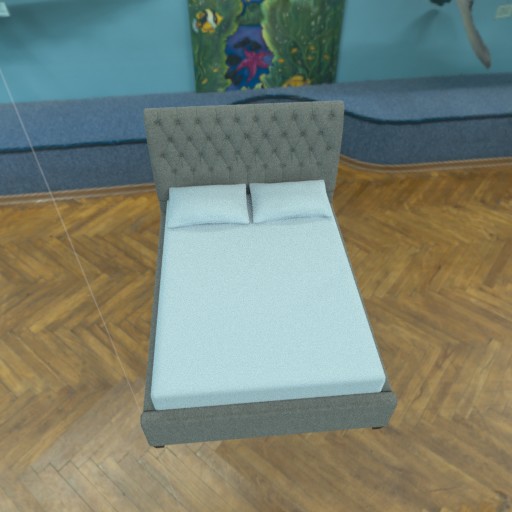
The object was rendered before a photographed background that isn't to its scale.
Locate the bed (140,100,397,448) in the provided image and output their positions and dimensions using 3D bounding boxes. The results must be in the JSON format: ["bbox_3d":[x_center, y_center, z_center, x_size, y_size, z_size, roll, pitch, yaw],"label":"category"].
[{"bbox_3d":[0.000,0.000,3.367,1.645,1.371,2.252,-4,46,-3],"label":"bed"}]
